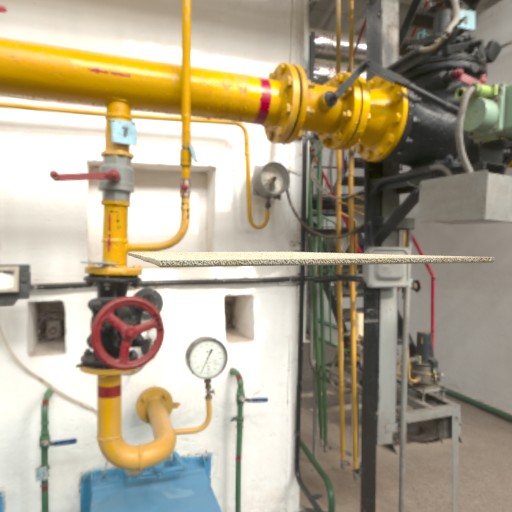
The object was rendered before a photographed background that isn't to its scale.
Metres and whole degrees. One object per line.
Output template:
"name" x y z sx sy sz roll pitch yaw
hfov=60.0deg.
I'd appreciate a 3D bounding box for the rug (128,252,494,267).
"rug" 0.000 0.000 2.889 1.500 0.025 2.346 0 1 -19
